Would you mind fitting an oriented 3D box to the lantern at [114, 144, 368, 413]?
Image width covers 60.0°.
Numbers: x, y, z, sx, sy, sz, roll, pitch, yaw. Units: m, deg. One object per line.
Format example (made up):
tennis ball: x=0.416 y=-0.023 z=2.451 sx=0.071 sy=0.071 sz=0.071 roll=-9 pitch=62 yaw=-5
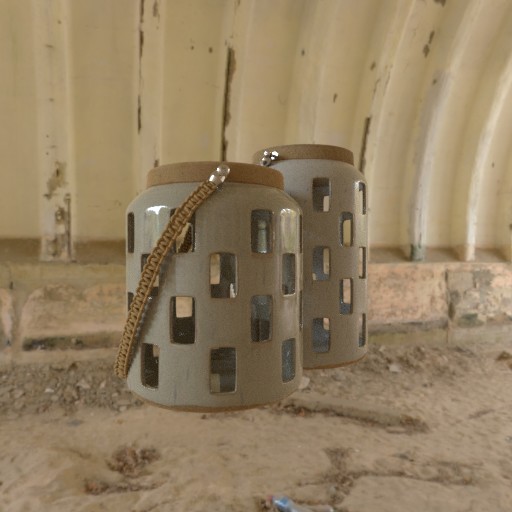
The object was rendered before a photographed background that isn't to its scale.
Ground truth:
lantern: x=0.000 y=0.000 z=0.499 sx=0.184 sy=0.255 sz=0.347 roll=0 pitch=0 yaw=36
